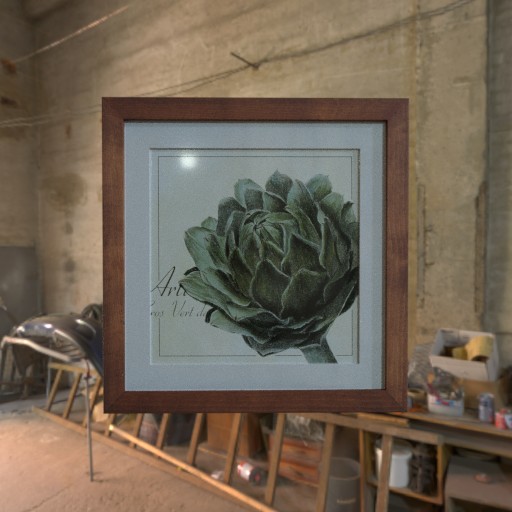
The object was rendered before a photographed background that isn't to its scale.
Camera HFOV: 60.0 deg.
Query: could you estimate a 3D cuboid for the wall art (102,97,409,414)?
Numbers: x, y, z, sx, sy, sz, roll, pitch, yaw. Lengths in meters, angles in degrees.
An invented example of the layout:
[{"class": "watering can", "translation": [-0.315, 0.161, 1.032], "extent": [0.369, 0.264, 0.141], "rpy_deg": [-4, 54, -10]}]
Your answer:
[{"class": "wall art", "translation": [0.000, 0.000, 0.820], "extent": [0.554, 0.572, 0.037], "rpy_deg": [0, 1, -1]}]
